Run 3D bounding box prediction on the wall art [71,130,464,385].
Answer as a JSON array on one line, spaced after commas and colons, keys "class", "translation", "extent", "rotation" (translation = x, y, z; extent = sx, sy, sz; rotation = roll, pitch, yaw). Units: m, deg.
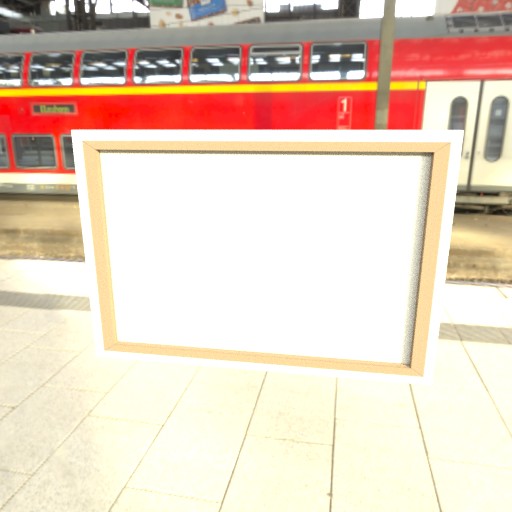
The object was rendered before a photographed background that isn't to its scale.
[{"class": "wall art", "translation": [0.000, 0.000, 0.757], "extent": [0.608, 0.414, 0.042], "rotation": [3, 16, 9]}]
